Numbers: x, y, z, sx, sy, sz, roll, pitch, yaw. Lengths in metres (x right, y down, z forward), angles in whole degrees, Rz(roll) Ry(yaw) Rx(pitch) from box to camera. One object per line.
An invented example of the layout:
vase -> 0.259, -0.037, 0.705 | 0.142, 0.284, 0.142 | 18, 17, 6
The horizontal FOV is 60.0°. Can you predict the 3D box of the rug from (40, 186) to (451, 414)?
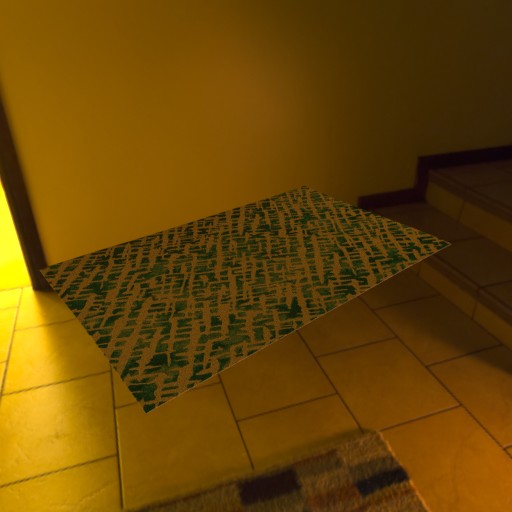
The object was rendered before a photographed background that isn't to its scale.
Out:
rug -> 0.000, 0.000, 3.080 | 2.447, 0.011, 1.520 | -22, 36, -33
